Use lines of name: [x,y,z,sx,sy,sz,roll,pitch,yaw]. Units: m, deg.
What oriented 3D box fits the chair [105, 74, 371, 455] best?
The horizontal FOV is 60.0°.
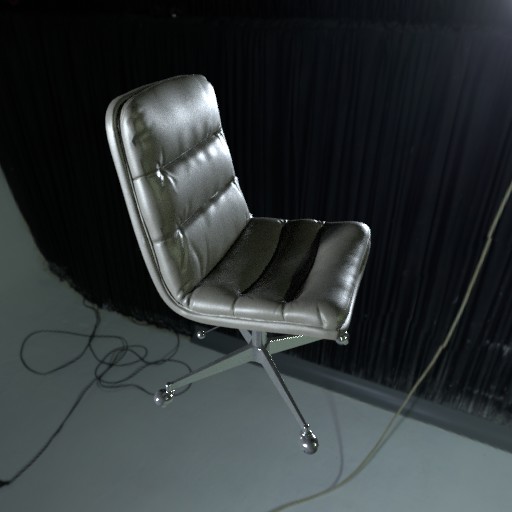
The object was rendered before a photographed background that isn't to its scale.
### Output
chair: [0.000,0.000,1.026,0.485,0.738,0.422,11,33,17]
